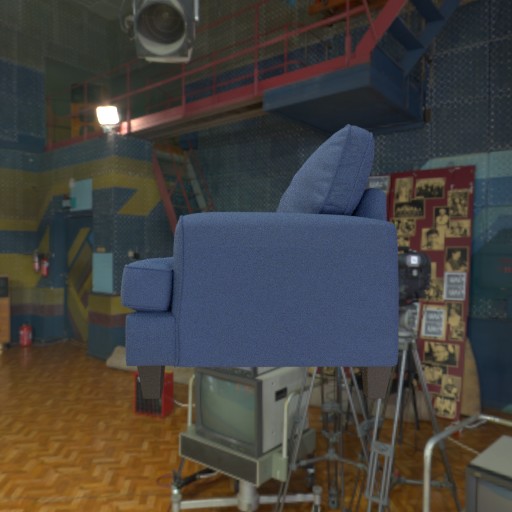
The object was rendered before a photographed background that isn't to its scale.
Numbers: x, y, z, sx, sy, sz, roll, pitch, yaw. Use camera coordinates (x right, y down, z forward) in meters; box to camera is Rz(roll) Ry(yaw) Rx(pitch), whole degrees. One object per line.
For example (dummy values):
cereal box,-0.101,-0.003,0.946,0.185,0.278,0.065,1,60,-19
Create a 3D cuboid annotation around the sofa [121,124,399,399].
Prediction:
sofa,0.000,0.000,2.285,0.965,0.965,1.651,0,1,-1
